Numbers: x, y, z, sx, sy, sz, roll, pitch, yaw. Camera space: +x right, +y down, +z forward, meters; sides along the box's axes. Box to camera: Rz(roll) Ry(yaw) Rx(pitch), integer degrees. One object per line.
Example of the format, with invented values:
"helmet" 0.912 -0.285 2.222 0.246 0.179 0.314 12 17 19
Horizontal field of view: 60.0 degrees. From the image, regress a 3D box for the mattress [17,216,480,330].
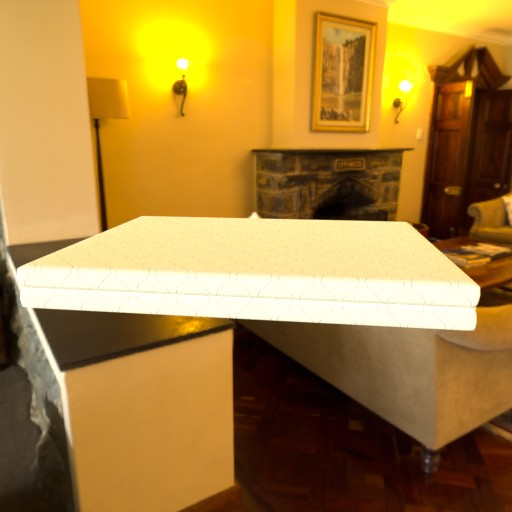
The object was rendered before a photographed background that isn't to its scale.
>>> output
"mattress" 0.000 0.000 2.476 1.900 0.200 1.400 2 14 7
